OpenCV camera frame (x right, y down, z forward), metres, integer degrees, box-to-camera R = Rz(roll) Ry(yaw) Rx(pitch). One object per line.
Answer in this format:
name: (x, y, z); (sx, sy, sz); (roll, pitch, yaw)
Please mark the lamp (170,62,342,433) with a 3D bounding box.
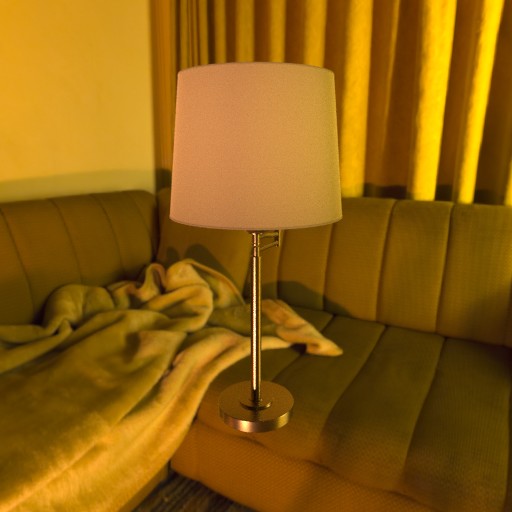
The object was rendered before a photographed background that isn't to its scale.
lamp: (0.000, 0.000, 0.889); (0.333, 0.696, 0.333); (0, 14, 0)
